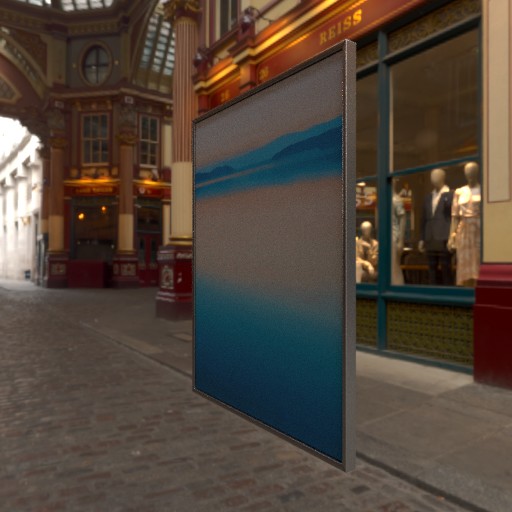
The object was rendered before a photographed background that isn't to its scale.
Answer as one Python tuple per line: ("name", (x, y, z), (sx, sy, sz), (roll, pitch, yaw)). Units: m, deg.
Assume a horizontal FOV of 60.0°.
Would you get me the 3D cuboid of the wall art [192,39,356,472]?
("wall art", (0.000, 0.000, 1.418), (0.037, 1.062, 0.801), (0, 0, -36))
